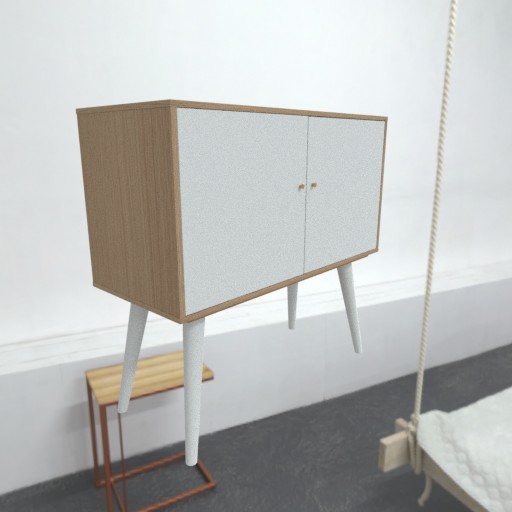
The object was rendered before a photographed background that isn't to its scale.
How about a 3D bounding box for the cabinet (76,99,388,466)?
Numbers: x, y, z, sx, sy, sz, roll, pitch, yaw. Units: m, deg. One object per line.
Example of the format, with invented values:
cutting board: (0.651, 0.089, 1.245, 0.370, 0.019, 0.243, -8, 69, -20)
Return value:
cabinet: (0.000, 0.000, 1.654, 0.470, 1.016, 1.057, 13, 20, 41)
